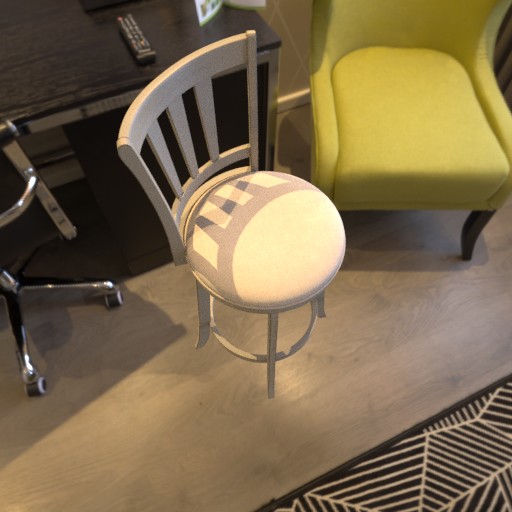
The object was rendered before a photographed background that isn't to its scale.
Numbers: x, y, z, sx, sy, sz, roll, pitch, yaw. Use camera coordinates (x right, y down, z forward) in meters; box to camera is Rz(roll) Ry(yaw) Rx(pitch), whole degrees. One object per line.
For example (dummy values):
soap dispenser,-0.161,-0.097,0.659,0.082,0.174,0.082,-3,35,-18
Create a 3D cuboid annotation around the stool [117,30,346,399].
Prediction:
stool,0.000,0.000,1.272,0.475,1.042,0.436,30,63,17
